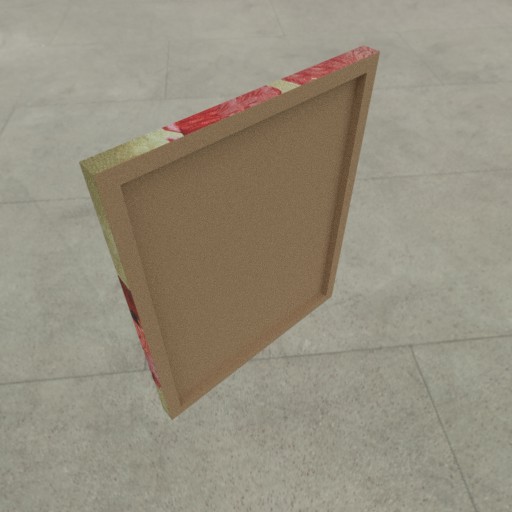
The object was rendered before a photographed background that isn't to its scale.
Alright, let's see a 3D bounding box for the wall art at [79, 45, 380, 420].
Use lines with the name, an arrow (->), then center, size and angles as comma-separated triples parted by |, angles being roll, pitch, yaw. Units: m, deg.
wall art -> 0.000, 0.000, 0.672 | 0.406, 0.508, 0.028 | -33, 54, -27
